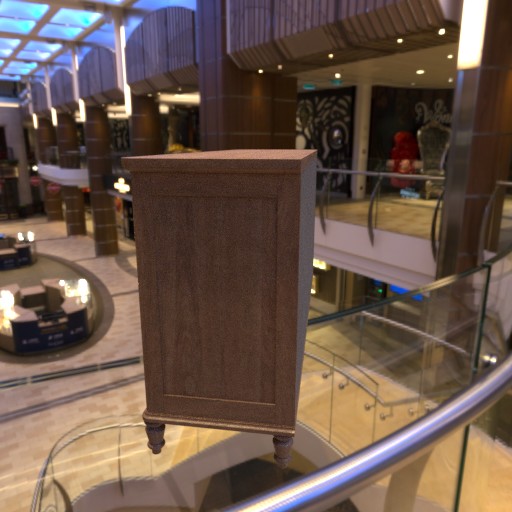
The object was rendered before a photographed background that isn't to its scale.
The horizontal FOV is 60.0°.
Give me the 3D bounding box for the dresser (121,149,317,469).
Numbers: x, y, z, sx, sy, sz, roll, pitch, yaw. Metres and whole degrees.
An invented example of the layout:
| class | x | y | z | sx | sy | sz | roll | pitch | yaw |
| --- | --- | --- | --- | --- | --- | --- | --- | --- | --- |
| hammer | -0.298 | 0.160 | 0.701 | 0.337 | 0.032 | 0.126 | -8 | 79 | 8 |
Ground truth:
| class | x | y | z | sx | sy | sz | roll | pitch | yaw |
| --- | --- | --- | --- | --- | --- | --- | --- | --- | --- |
| dresser | 0.000 | 0.000 | 1.957 | 0.468 | 0.892 | 1.583 | 2 | 14 | 9 |
